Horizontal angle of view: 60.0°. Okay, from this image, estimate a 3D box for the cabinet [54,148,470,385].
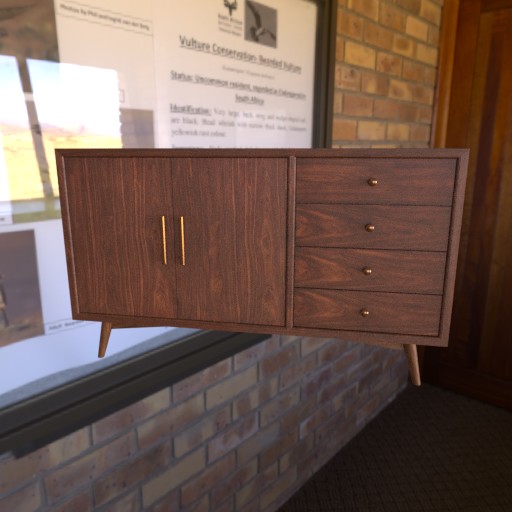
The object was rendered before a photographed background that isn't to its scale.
[{"bbox_3d":[0.000,0.000,1.991,1.575,0.940,0.505,2,14,10],"label":"cabinet"}]
